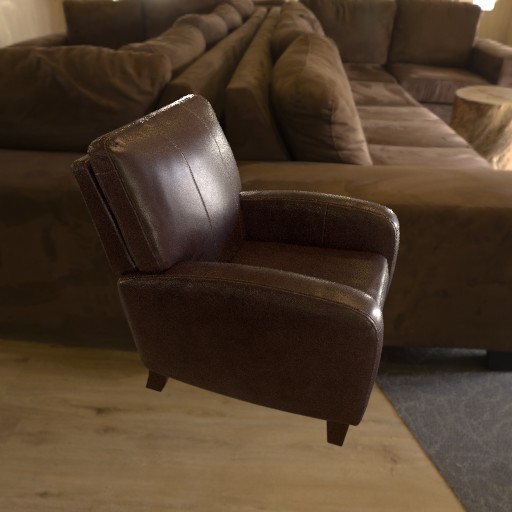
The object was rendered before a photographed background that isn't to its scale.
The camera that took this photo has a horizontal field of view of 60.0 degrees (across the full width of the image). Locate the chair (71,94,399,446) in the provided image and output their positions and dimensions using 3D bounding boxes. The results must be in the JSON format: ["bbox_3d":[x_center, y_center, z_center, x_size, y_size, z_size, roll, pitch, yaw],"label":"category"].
[{"bbox_3d":[0.000,0.000,1.646,0.990,0.990,0.762,11,34,16],"label":"chair"}]
